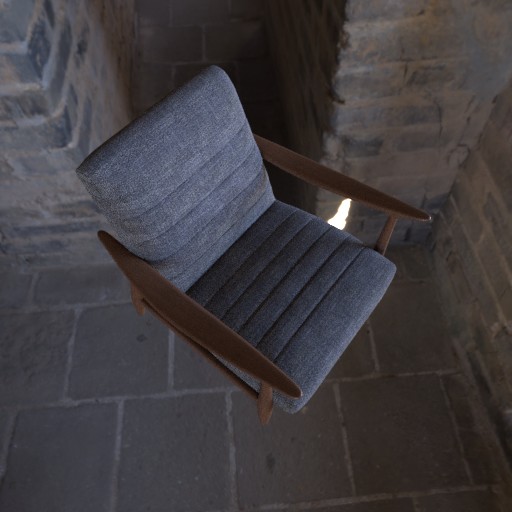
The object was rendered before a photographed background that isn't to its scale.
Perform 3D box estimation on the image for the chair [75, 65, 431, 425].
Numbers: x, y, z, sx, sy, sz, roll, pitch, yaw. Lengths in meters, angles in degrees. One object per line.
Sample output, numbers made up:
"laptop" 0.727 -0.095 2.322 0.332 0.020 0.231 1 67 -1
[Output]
"chair" 0.000 0.000 1.467 0.798 0.832 0.741 34 64 19
